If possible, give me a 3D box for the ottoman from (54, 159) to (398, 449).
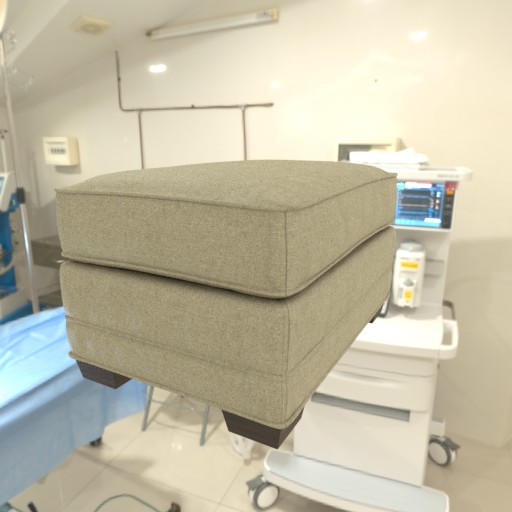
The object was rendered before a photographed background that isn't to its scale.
[{"bbox_3d":[0.000,0.000,1.229,0.611,0.508,0.848,8,17,28],"label":"ottoman"}]
